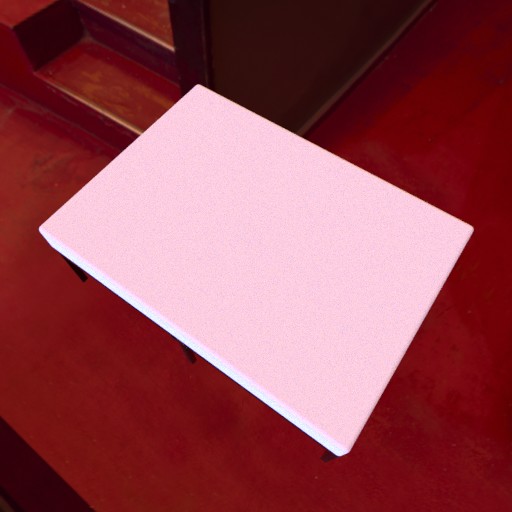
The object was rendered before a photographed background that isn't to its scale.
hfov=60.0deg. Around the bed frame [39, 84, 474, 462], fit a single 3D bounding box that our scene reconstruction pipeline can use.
[{"bbox_3d":[0.000,0.000,2.707,1.956,0.659,1.408,32,66,16],"label":"bed frame"}]
